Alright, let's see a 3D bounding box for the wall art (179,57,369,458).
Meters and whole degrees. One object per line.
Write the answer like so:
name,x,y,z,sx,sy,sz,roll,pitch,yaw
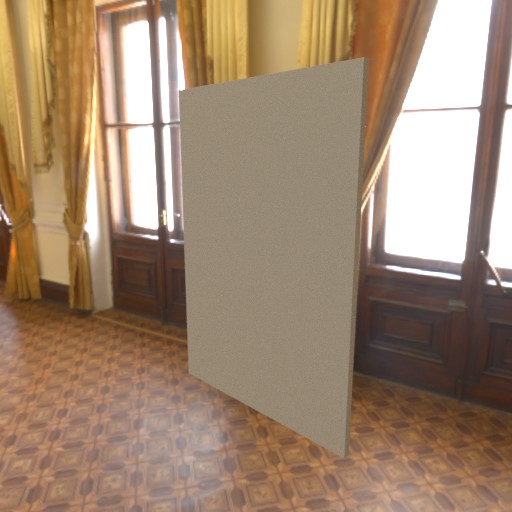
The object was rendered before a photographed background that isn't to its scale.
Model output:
wall art,0.000,0.000,0.626,0.325,0.474,0.010,12,17,43
